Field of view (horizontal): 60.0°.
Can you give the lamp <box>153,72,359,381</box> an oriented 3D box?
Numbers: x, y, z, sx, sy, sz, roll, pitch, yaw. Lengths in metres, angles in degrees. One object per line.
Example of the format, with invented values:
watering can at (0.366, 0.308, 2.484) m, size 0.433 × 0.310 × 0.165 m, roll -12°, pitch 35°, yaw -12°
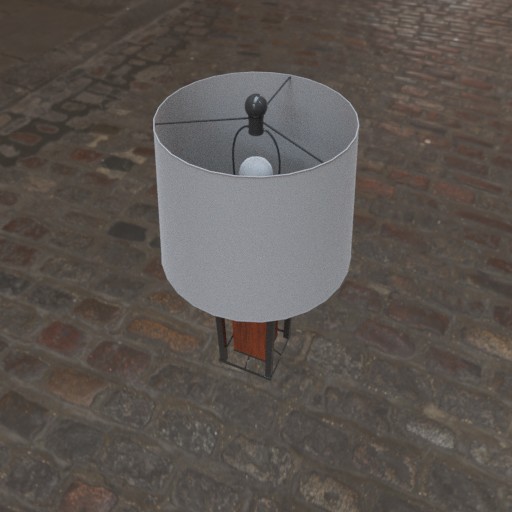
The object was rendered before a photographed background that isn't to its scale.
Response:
lamp at (0.000, 0.000, 0.775) m, size 0.320 × 0.591 × 0.320 m, roll 0°, pitch 46°, yaw 0°
